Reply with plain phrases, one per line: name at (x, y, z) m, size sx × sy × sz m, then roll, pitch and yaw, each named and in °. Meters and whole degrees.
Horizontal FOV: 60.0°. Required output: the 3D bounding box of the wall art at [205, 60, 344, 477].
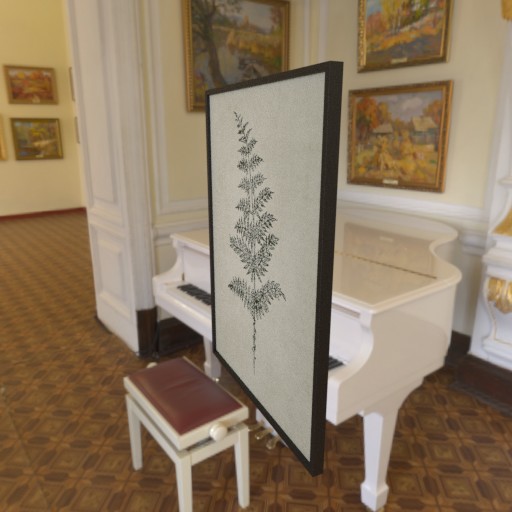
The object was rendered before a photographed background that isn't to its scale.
wall art at (0.000, 0.000, 1.441) m, size 0.036 × 1.070 × 0.802 m, roll -7°, pitch 17°, yaw -25°
